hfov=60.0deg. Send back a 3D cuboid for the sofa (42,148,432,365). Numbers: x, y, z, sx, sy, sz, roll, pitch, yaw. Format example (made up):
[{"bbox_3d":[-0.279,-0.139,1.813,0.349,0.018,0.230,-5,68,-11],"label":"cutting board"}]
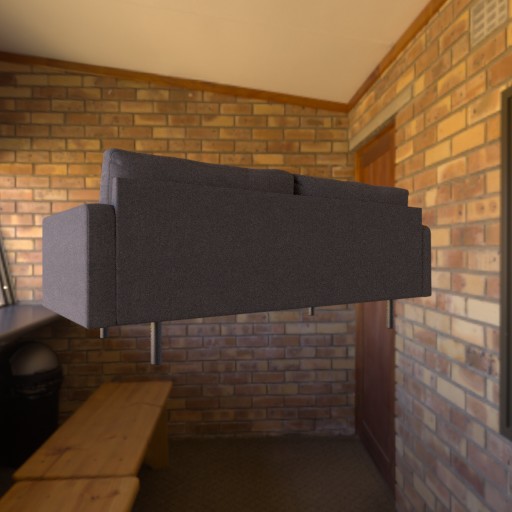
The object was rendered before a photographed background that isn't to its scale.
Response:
[{"bbox_3d":[0.000,0.000,2.532,2.100,0.880,0.880,0,0,-36],"label":"sofa"}]
